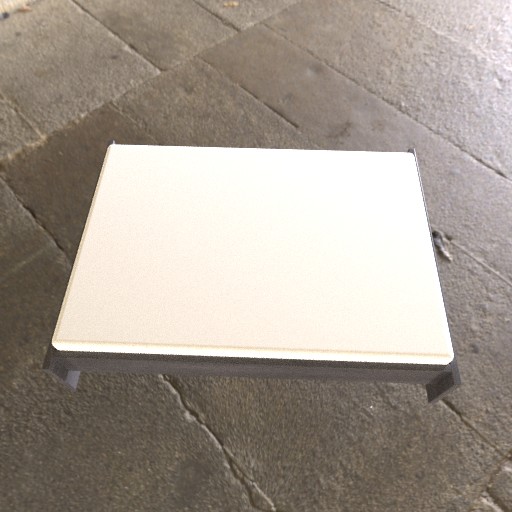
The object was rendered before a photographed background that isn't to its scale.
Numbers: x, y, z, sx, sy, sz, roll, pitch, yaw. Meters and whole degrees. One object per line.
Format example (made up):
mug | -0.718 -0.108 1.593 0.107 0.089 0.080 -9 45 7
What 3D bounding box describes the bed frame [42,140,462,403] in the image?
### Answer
bed frame | 0.000 0.000 2.562 1.950 0.432 1.490 2 59 1
